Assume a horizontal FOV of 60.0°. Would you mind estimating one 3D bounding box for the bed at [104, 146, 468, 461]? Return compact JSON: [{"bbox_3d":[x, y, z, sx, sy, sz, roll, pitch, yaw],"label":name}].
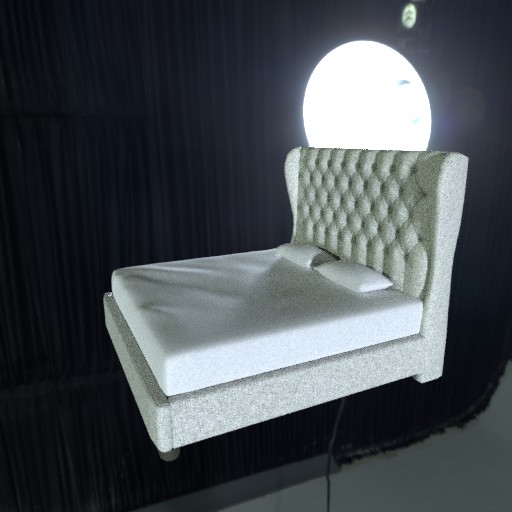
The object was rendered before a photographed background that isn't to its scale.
[{"bbox_3d":[0.000,0.000,3.801,2.347,1.771,2.219,-7,17,-25],"label":"bed"}]
